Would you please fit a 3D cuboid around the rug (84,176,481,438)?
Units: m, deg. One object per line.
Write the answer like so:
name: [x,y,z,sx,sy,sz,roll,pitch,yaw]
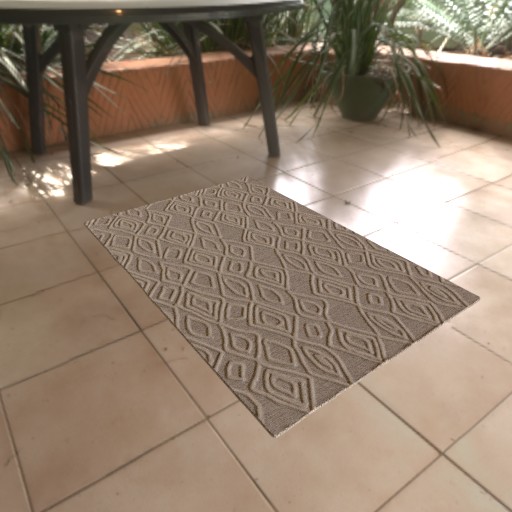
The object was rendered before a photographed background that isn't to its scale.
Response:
rug: [0.000,0.000,2.344,1.224,0.016,1.832,-22,38,-30]
